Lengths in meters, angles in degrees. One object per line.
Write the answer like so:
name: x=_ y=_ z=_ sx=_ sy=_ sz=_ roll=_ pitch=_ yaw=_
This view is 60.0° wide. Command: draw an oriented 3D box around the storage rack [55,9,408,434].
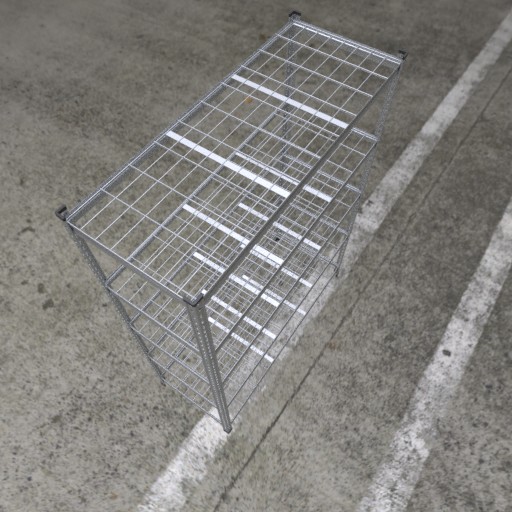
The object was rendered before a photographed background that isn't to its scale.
storage rack: x=0.000 y=0.000 z=2.574 sx=0.610 sy=1.981 sz=1.524 roll=30 pitch=63 yaw=18
